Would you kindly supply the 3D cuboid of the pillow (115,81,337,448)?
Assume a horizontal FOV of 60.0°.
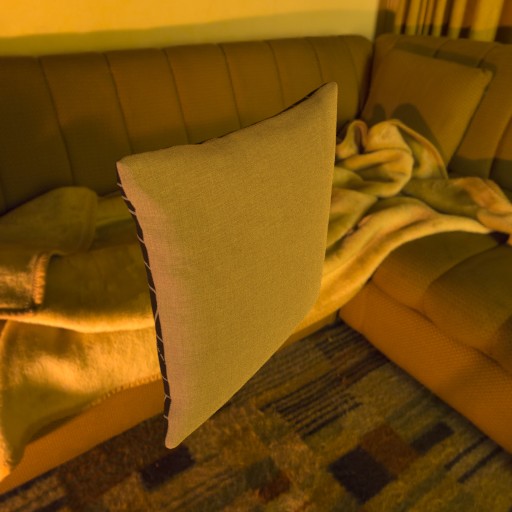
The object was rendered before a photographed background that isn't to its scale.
[{"bbox_3d":[0.000,0.000,0.784,0.158,0.508,0.517,20,37,29],"label":"pillow"}]
